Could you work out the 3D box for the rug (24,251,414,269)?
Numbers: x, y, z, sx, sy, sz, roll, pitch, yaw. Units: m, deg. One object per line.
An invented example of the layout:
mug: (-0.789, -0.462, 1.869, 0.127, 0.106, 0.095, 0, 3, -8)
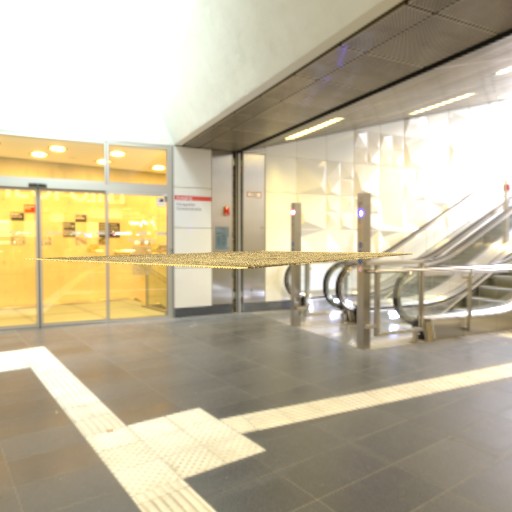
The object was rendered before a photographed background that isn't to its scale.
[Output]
rug: (0.000, 0.000, 3.084, 1.529, 0.010, 2.440, 1, 2, 34)
